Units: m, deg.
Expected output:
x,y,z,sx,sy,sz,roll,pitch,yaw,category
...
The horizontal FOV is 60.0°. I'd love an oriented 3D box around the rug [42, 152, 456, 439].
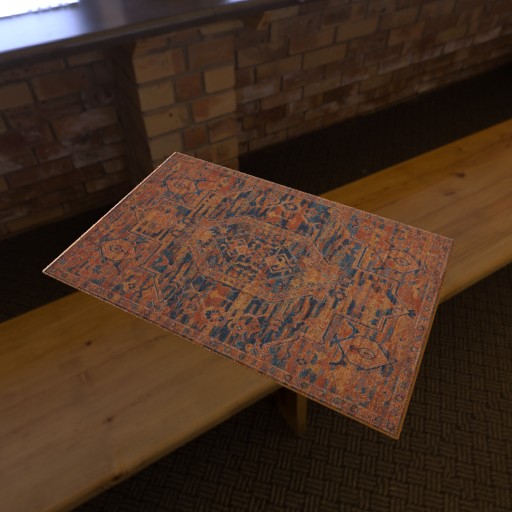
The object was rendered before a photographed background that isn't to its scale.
x,y,z,sx,sy,sz,roll,pitch,yaw,category
0.000,0.000,2.234,1.758,0.013,1.148,21,51,18,rug
